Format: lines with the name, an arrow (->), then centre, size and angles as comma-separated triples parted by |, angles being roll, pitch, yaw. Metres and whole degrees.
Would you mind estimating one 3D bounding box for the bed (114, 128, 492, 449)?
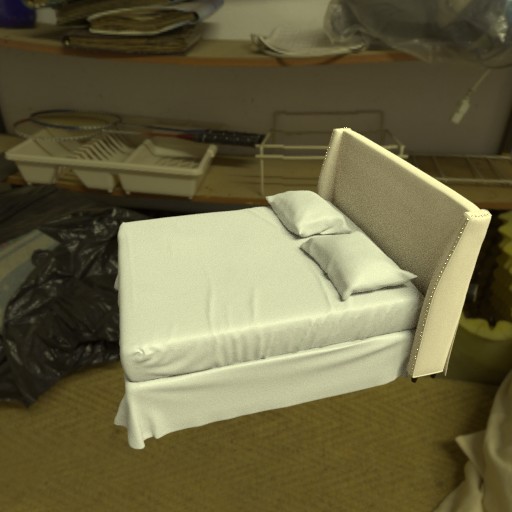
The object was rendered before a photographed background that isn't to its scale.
bed -> 0.000, 0.000, 3.355 | 2.276, 1.332, 1.925 | -8, 32, -13
